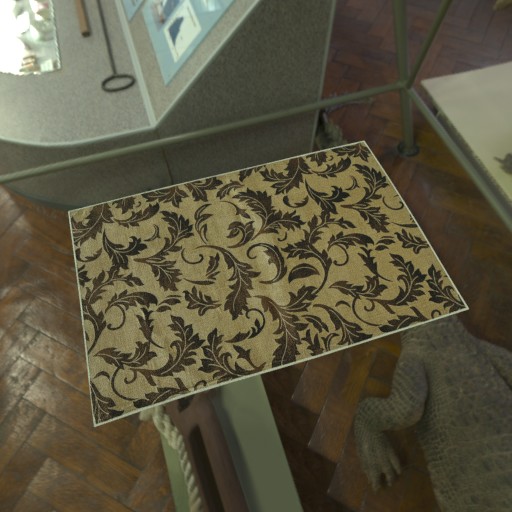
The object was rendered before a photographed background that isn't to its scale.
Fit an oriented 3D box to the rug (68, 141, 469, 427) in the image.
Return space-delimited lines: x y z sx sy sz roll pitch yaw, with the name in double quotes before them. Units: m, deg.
"rug" 0.000 0.000 2.913 2.284 0.008 1.522 -15 59 -9
